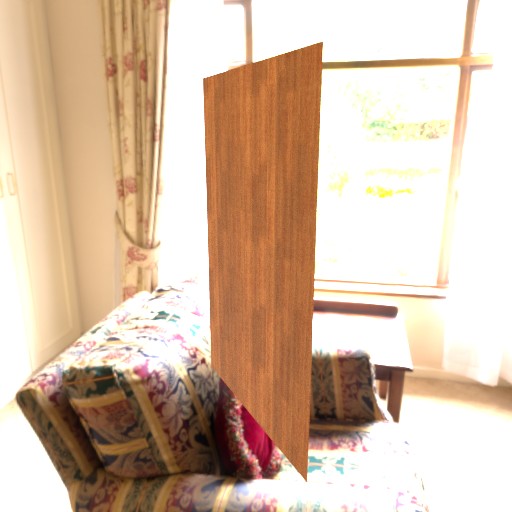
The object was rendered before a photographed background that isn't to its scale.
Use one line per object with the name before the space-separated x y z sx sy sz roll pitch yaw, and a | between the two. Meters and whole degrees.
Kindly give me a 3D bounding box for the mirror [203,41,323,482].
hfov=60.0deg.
mirror | 0.000 0.000 1.263 0.047 1.010 0.651 -8 17 -26
